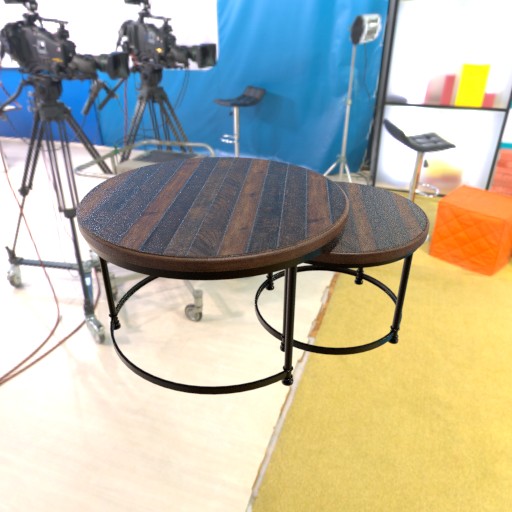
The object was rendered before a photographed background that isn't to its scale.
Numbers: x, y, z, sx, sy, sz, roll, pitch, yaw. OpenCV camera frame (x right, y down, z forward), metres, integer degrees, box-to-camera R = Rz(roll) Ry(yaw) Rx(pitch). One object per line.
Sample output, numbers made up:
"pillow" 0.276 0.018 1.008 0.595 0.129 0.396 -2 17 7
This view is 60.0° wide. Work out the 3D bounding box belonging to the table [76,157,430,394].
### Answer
"table" 0.000 0.000 1.627 1.152 0.516 0.870 -10 30 -17
